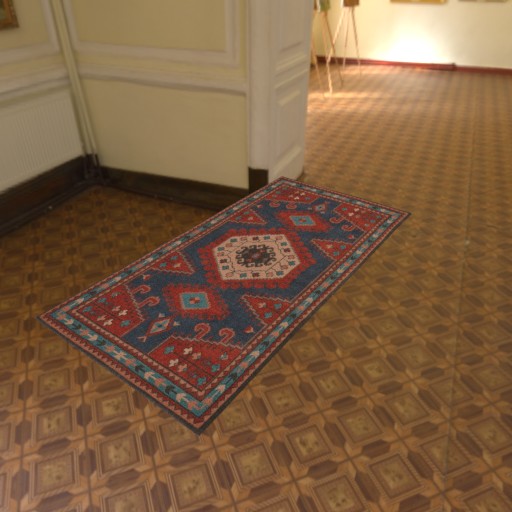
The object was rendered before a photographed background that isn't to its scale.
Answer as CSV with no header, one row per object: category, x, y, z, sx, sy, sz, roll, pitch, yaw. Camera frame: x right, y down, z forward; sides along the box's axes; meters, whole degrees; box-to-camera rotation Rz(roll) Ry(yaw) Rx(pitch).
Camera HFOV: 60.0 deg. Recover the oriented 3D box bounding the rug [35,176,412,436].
rug,0.000,0.000,3.665,1.522,0.034,3.032,22,39,30
